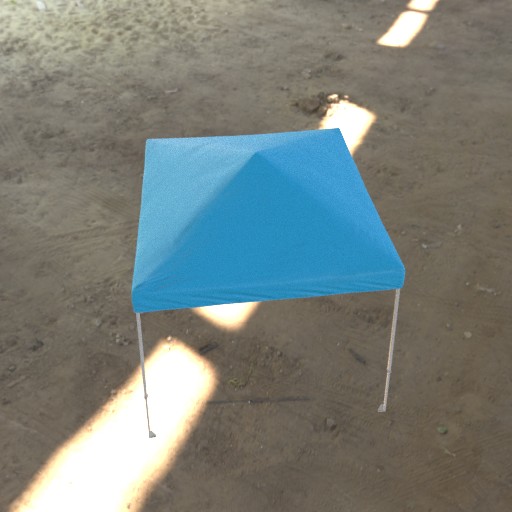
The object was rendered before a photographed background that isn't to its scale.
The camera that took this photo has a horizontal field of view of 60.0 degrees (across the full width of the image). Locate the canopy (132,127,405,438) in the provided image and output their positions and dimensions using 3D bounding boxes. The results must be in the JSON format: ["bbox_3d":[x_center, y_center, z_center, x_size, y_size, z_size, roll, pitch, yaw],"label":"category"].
[{"bbox_3d":[0.000,0.000,6.580,3.600,3.600,3.599,-5,47,-5],"label":"canopy"}]
